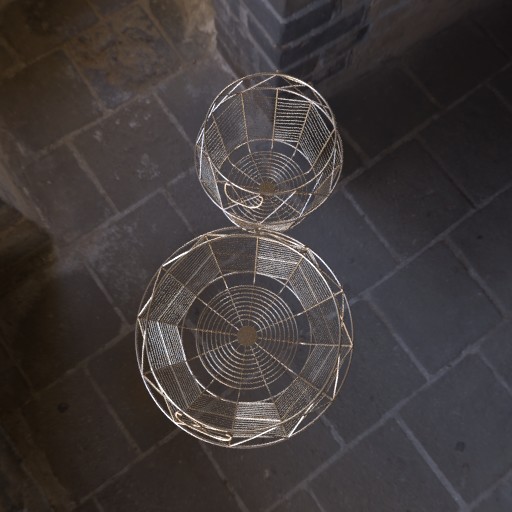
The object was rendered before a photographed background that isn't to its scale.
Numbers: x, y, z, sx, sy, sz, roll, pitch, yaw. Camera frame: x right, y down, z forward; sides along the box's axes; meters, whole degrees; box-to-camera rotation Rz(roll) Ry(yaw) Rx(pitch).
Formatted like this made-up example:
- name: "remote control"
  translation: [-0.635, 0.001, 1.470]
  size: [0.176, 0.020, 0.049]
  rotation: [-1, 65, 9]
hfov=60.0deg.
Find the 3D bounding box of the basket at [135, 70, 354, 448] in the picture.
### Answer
- name: "basket"
  translation: [0.000, 0.000, 1.024]
  size: [0.451, 0.343, 0.805]
  rotation: [7, 78, 2]
